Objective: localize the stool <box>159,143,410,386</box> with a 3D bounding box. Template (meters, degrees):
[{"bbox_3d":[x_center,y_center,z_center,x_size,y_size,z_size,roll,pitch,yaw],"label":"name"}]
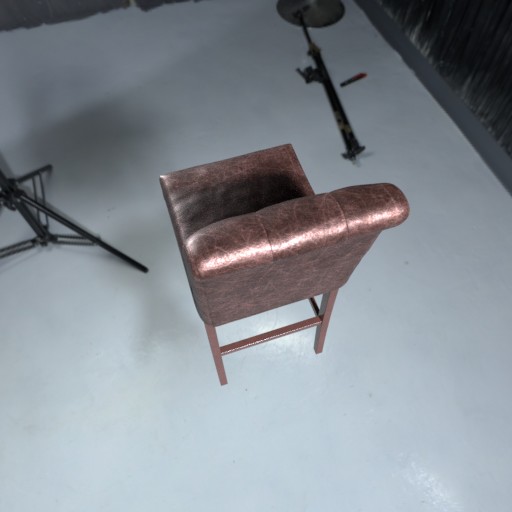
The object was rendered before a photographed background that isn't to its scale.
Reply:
[{"bbox_3d":[0.000,0.000,1.494,0.483,1.168,0.659,-16,61,-9],"label":"stool"}]
